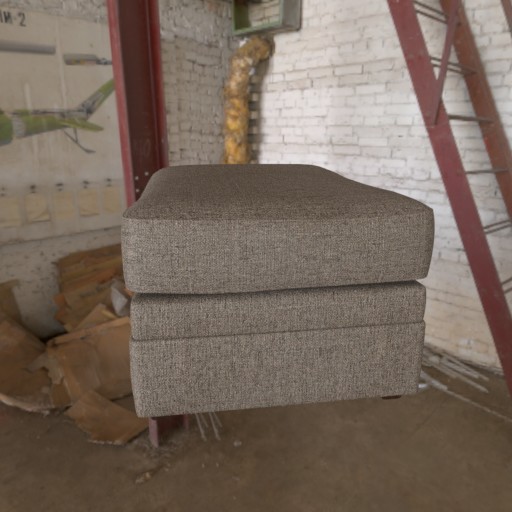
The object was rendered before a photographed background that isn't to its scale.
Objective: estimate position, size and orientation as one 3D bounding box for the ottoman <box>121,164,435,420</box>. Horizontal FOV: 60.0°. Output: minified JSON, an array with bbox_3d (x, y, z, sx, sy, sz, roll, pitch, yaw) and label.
[{"bbox_3d":[0.000,0.000,1.277,0.637,0.478,0.885,-2,16,-8],"label":"ottoman"}]
